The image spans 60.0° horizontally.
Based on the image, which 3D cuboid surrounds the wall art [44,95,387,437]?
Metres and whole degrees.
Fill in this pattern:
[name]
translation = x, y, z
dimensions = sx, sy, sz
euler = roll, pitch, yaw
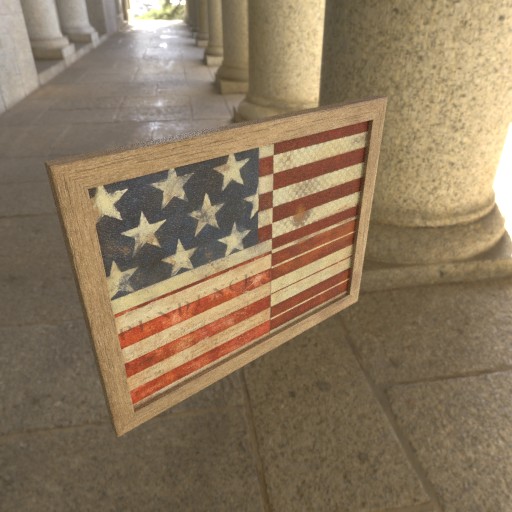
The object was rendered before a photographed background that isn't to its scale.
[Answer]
[wall art]
translation = 0.000, 0.000, 0.895
dimensions = 0.690, 0.535, 0.026
euler = -22, 38, -32
